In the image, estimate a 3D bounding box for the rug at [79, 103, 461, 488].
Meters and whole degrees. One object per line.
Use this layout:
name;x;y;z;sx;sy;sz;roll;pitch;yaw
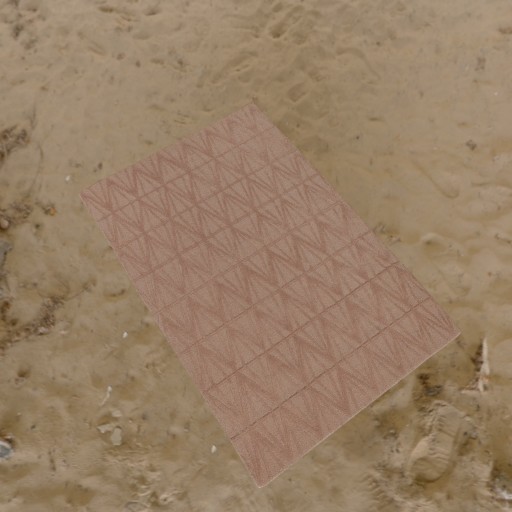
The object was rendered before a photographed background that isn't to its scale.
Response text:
rug;0.000;0.000;2.361;1.230;0.025;1.837;-32;68;-15
